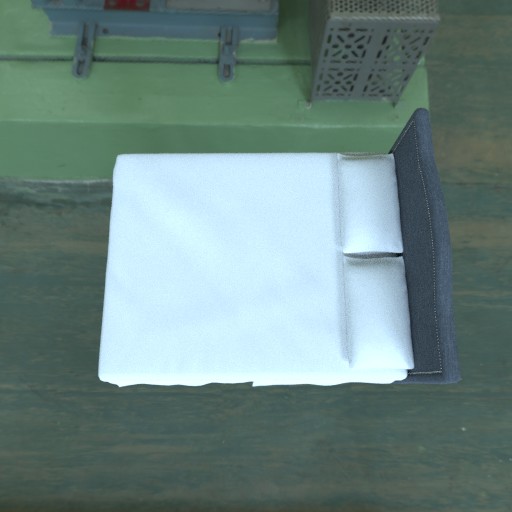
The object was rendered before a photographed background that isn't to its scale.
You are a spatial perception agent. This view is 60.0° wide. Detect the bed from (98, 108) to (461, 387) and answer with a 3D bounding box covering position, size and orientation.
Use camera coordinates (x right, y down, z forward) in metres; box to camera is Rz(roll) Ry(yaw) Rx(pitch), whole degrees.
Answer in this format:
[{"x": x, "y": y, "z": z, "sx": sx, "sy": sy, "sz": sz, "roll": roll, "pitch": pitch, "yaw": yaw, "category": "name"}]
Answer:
[{"x": 0.000, "y": 0.000, "z": 3.768, "sx": 2.689, "sy": 1.457, "sz": 2.161, "roll": 0, "pitch": 75, "yaw": 0, "category": "bed"}]
